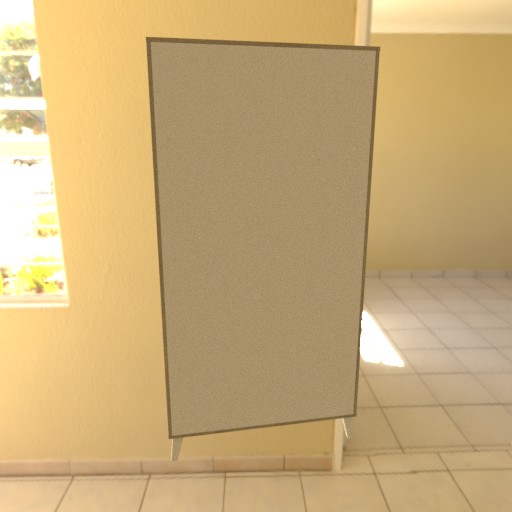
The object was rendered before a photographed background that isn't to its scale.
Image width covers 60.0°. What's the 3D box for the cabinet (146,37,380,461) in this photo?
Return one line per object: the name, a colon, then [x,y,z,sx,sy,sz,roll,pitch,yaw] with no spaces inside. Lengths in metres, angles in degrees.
cabinet: [0.000,0.000,2.381,1.006,1.999,0.571,-3,15,-11]
